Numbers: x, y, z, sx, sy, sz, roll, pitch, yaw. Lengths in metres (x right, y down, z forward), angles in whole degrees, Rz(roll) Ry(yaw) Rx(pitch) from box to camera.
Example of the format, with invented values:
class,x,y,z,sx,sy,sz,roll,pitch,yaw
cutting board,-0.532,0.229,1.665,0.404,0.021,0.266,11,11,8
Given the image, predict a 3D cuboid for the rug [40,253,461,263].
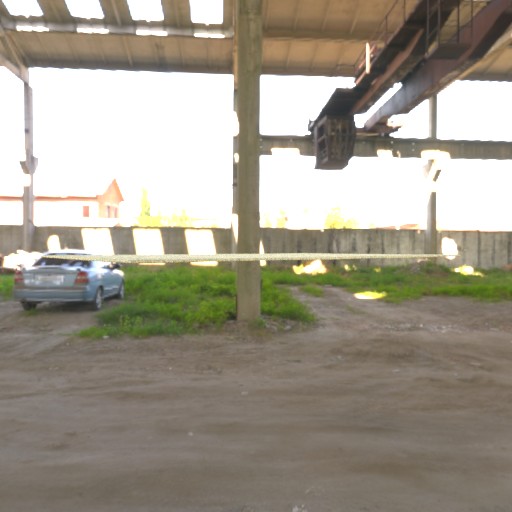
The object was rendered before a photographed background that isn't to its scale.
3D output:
class,x,y,z,sx,sy,sz,roll,pitch,yaw
rug,0.000,0.000,2.347,1.850,0.015,1.250,-1,1,-37
